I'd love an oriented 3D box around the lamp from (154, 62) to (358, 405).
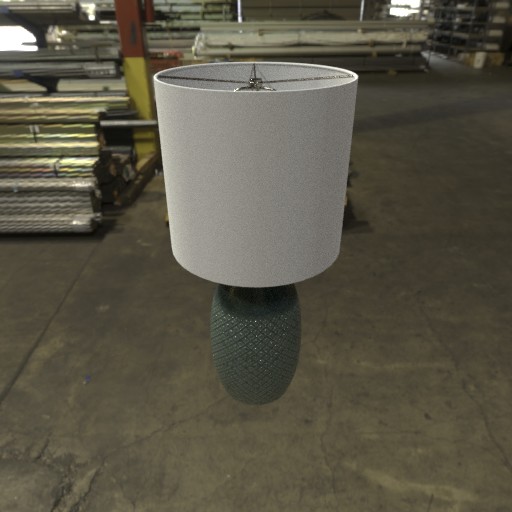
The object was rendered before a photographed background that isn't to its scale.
[{"bbox_3d":[0.000,0.000,0.590,0.217,0.453,0.217,-1,30,-1],"label":"lamp"}]
